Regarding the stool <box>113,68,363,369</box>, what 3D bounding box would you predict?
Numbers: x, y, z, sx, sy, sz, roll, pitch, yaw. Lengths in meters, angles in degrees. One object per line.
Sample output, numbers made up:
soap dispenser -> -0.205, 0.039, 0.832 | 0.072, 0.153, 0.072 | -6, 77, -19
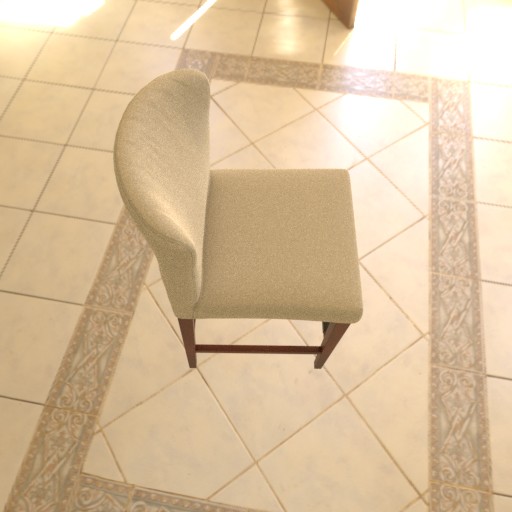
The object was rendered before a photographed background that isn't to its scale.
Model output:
stool -> 0.000, 0.000, 1.354 | 0.568, 1.069, 0.479 | 1, 63, 0
